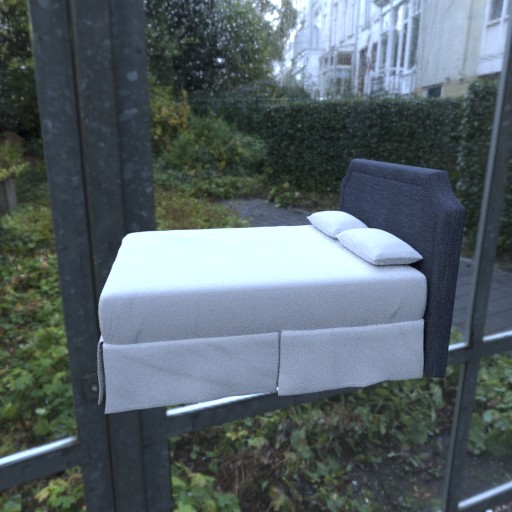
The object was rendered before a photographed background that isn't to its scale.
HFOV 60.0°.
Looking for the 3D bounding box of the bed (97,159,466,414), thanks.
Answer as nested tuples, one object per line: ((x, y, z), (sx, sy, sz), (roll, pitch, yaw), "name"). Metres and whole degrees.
((0.000, 0.000, 3.211), (2.116, 1.290, 1.693), (-3, 16, -10), "bed")
